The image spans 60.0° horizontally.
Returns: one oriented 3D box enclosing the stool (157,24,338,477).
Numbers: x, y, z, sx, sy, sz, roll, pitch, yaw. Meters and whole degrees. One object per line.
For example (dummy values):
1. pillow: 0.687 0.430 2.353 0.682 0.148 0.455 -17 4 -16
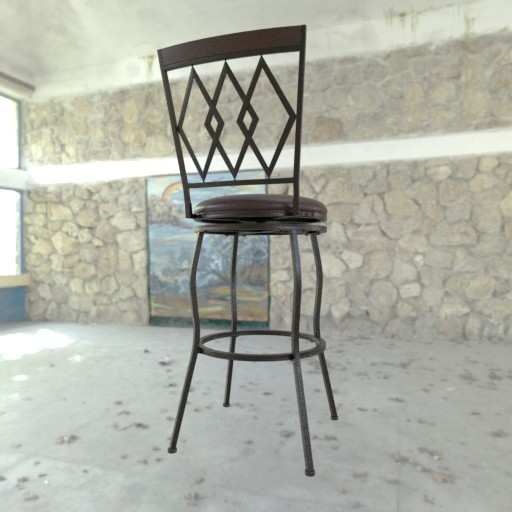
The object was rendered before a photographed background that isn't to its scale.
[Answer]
1. stool: 0.000 0.000 1.365 0.432 1.134 0.521 0 0 19
